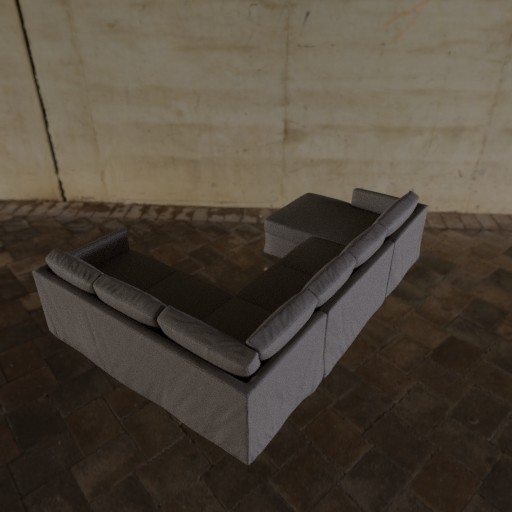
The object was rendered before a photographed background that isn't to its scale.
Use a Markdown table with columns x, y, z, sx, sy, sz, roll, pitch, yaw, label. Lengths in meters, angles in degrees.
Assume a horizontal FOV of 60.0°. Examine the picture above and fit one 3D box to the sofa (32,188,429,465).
| x | y | z | sx | sy | sz | roll | pitch | yaw | label |
| --- | --- | --- | --- | --- | --- | --- | --- | --- | --- |
| 0.000 | 0.000 | 4.643 | 2.476 | 0.878 | 3.528 | 21 | 37 | 30 | sofa |
